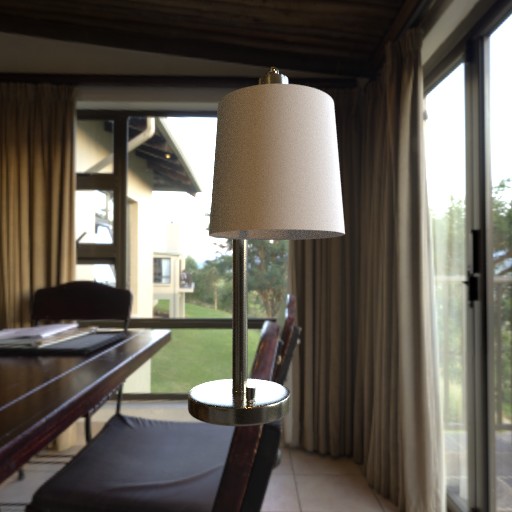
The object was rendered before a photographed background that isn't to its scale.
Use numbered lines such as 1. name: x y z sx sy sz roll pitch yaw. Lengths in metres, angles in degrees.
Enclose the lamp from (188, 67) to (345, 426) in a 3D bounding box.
1. lamp: 0.000 0.000 0.640 0.171 0.489 0.333 0 -1 -19
